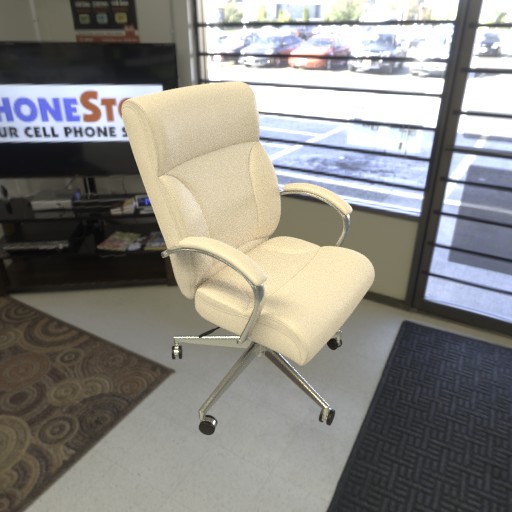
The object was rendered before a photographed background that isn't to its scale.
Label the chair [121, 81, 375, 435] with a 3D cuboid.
[{"bbox_3d":[0.000,0.000,1.580,0.745,1.099,0.727,17,32,29],"label":"chair"}]
